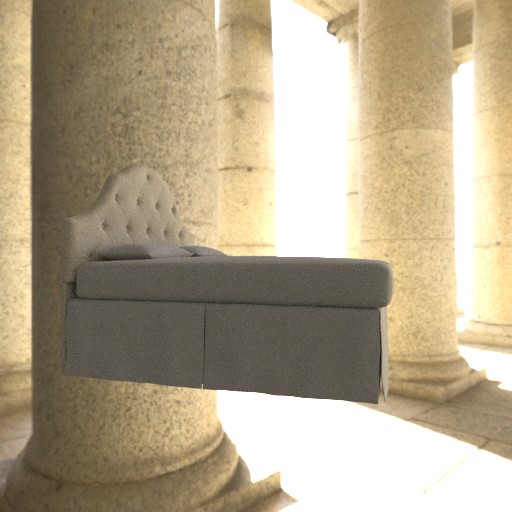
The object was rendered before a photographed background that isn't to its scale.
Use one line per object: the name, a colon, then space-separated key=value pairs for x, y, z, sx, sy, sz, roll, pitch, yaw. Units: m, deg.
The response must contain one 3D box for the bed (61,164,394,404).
bed: x=0.000 y=0.000 z=3.525 sx=2.086 sy=1.555 sz=2.012 roll=0 pitch=0 yaw=17
